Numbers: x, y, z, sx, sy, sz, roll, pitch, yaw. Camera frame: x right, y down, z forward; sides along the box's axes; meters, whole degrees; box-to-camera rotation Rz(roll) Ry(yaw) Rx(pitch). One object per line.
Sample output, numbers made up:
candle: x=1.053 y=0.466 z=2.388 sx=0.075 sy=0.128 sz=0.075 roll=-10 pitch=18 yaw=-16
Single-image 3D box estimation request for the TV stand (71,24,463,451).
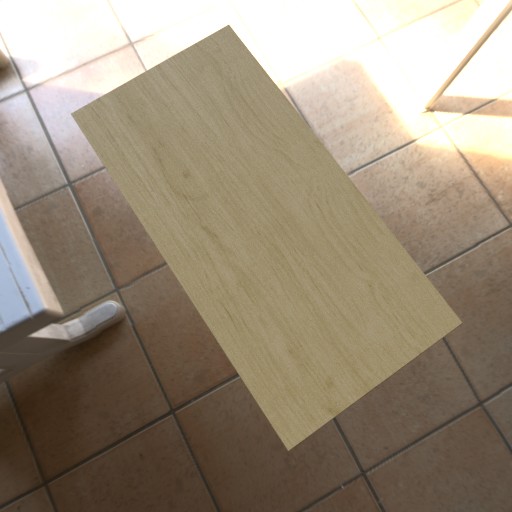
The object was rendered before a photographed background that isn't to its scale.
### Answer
TV stand: x=0.000 y=0.000 z=1.321 sx=0.430 sy=0.787 sz=0.851 roll=-33 pitch=78 yaw=-8
